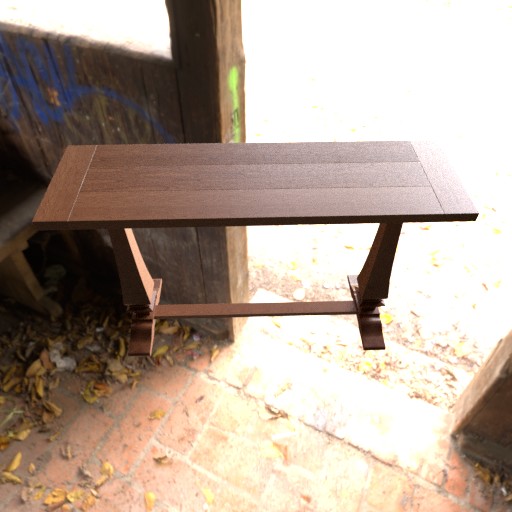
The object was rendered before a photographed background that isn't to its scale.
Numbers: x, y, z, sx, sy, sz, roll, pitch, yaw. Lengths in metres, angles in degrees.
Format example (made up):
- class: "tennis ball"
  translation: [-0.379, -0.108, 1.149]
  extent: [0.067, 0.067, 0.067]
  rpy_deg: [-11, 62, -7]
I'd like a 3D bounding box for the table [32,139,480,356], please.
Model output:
- class: "table"
  translation: [0.000, 0.000, 1.926]
  extent: [1.478, 0.852, 0.461]
  rpy_deg: [-1, 47, -1]
